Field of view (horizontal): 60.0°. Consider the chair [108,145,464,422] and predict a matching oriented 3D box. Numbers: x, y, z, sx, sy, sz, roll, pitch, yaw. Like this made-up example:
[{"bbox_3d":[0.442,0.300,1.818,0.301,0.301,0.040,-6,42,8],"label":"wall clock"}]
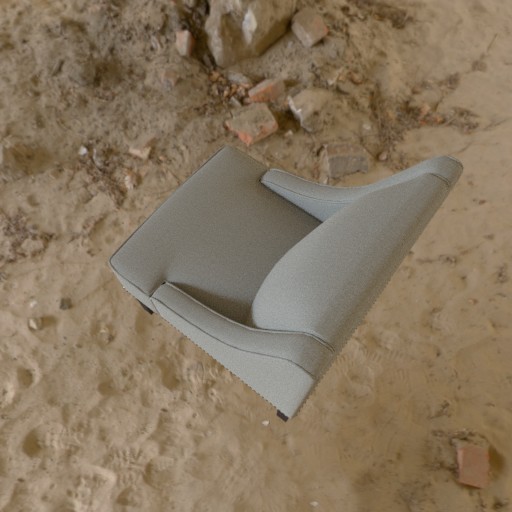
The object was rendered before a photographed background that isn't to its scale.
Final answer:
[{"bbox_3d":[0.000,0.000,1.363,0.737,0.864,0.610,35,69,16],"label":"chair"}]
